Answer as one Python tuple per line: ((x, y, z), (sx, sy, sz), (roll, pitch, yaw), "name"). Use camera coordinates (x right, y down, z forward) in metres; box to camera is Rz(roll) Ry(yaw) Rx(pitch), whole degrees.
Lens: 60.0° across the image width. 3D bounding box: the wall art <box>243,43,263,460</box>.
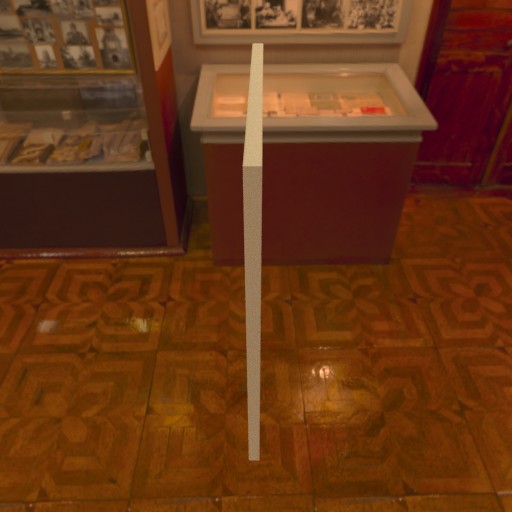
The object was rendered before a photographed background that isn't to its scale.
((0.000, 0.000, 1.612), (0.038, 1.212, 0.914), (1, 39, 1), "wall art")
